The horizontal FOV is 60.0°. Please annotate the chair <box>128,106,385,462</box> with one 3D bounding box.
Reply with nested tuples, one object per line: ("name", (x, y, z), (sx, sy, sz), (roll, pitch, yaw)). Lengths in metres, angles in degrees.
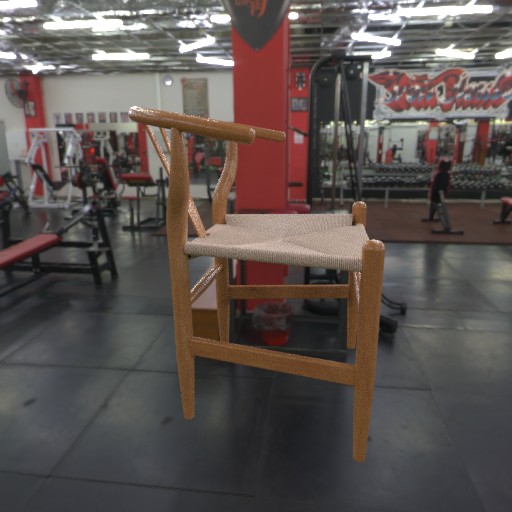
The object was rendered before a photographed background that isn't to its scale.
("chair", (0.000, 0.000, 1.145), (0.579, 0.730, 0.569), (3, 15, 10))
